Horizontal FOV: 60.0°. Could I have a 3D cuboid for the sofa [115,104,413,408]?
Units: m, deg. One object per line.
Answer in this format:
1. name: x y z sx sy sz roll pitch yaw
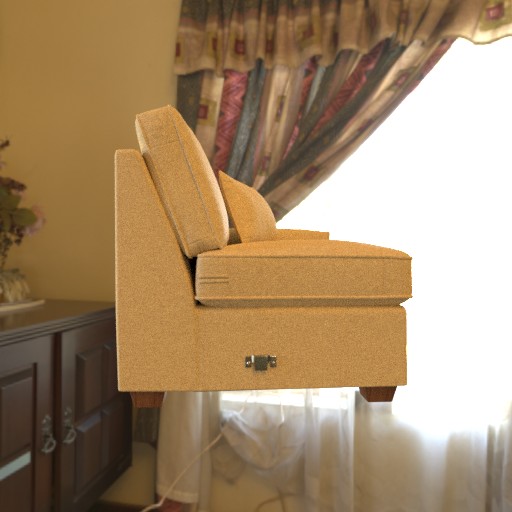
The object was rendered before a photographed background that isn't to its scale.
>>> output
1. sofa: 0.000 0.000 2.100 0.991 0.989 1.388 0 0 -3
